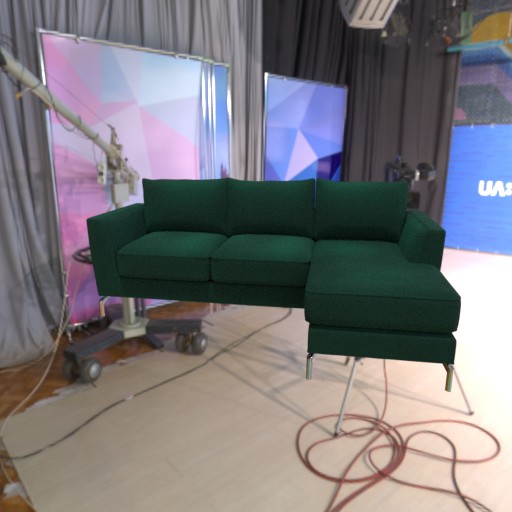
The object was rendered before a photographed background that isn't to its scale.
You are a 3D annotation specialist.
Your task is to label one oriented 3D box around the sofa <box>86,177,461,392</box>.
[{"bbox_3d":[0.000,0.000,3.105,2.441,1.007,1.489,3,15,10],"label":"sofa"}]
